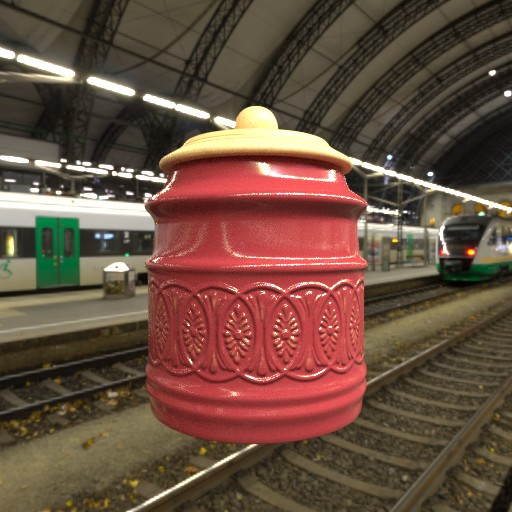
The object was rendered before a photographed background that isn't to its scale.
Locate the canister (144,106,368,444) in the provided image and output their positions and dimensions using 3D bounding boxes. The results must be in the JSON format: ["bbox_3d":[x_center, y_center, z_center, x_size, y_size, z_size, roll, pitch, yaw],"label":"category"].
[{"bbox_3d":[0.000,0.000,0.266,0.130,0.176,0.130,0,1,0],"label":"canister"}]
